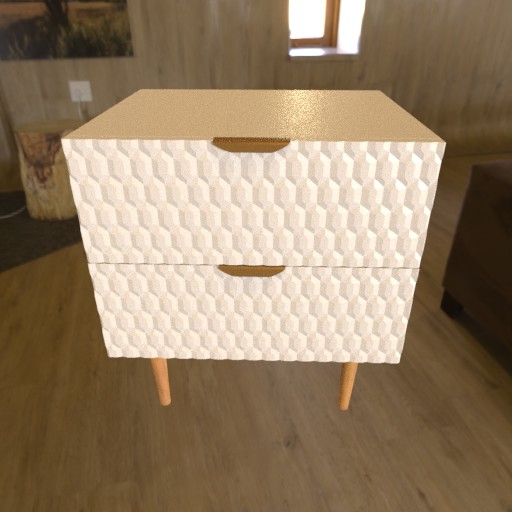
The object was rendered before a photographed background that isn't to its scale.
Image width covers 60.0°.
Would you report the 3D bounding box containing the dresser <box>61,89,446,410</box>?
[{"bbox_3d":[0.000,0.000,0.889,0.503,0.568,0.414,1,29,2],"label":"dresser"}]
